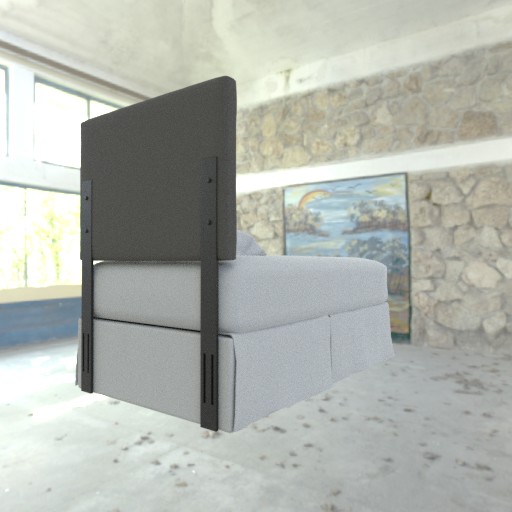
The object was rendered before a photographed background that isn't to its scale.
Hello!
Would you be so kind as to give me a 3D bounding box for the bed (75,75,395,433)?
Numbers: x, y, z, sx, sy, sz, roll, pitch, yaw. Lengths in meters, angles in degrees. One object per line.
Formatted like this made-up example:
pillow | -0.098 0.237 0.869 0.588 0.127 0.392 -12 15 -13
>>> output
bed | 0.000 0.000 3.046 1.261 1.571 1.997 0 -1 36
